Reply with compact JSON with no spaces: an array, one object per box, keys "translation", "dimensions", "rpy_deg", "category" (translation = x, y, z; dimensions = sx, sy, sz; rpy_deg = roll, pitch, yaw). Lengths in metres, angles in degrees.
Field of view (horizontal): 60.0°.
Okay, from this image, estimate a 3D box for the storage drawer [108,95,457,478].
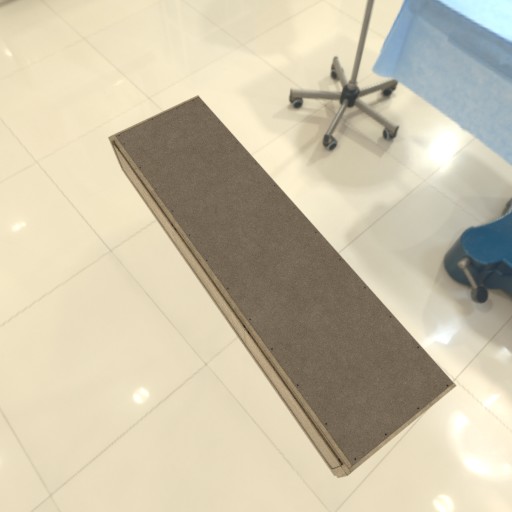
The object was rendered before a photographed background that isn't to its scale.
[{"translation":[0.000,0.000,2.282],"dimensions":[0.591,0.274,2.072],"rpy_deg":[-31,66,-16],"category":"storage drawer"}]
